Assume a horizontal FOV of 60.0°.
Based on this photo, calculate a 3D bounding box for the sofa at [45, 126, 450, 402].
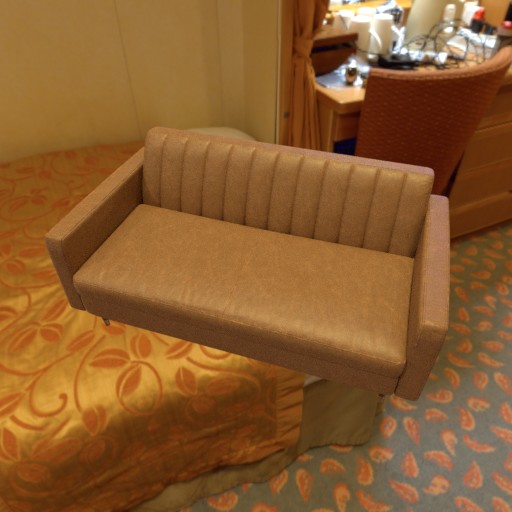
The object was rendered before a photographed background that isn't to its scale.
[{"bbox_3d":[0.000,0.000,2.352,1.847,0.821,0.993,12,43,14],"label":"sofa"}]
